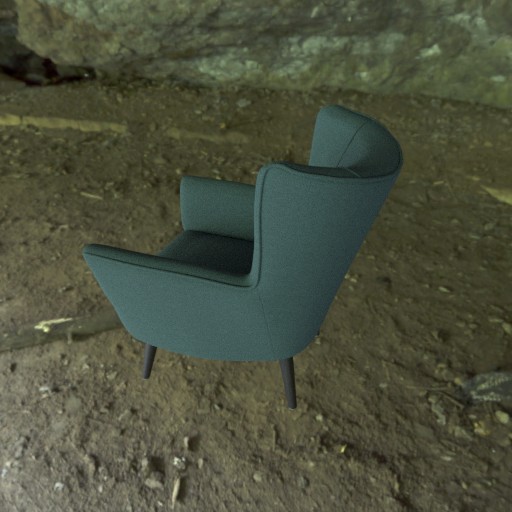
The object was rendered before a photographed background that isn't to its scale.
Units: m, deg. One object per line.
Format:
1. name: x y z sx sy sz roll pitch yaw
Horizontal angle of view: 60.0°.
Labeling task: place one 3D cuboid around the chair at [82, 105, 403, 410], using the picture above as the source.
1. chair: 0.000 0.000 1.577 0.888 0.933 0.781 9 30 16
